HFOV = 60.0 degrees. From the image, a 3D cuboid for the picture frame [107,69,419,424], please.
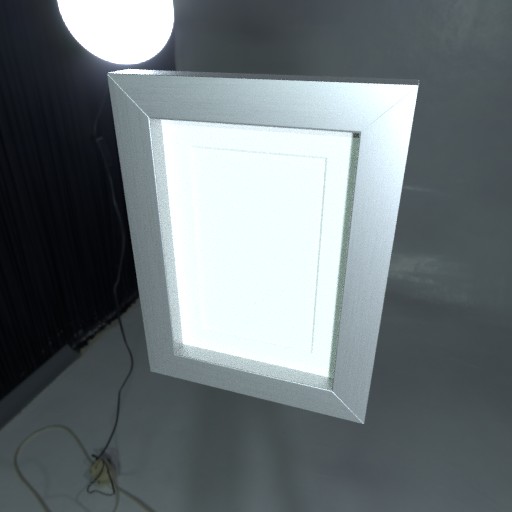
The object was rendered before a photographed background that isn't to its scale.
[{"bbox_3d":[0.000,0.000,0.274,0.157,0.208,0.028,9,29,16],"label":"picture frame"}]
